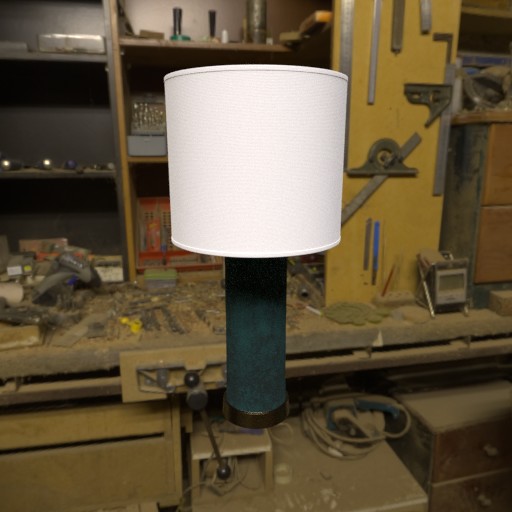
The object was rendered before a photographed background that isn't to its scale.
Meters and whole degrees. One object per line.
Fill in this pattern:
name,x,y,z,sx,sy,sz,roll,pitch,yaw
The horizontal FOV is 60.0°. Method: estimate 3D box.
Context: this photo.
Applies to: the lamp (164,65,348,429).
lamp,0.000,0.000,0.811,0.301,0.630,0.301,-2,14,-10
